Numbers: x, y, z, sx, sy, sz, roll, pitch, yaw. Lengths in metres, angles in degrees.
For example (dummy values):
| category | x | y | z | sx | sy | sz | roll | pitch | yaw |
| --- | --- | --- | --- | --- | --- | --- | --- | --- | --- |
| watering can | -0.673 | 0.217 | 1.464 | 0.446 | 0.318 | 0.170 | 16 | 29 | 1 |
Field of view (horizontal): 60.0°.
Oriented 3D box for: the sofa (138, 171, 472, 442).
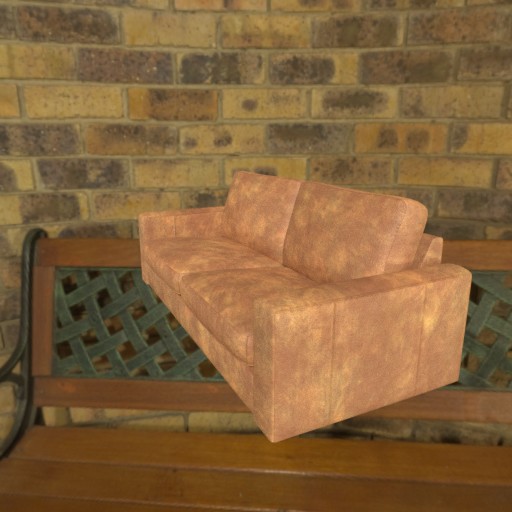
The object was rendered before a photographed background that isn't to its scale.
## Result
| category | x | y | z | sx | sy | sz | roll | pitch | yaw |
| --- | --- | --- | --- | --- | --- | --- | --- | --- | --- |
| sofa | 0.000 | 0.000 | 2.660 | 1.016 | 0.873 | 2.179 | -7 | 17 | -25 |
